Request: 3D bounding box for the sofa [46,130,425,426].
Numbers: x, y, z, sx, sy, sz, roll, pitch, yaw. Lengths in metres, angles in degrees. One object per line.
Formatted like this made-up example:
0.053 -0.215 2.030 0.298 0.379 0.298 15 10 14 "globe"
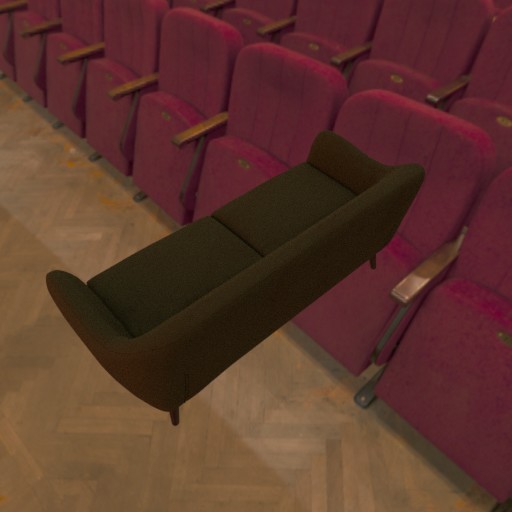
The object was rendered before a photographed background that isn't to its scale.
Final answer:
0.000 0.000 2.289 1.840 0.836 0.820 -33 55 -27 "sofa"
